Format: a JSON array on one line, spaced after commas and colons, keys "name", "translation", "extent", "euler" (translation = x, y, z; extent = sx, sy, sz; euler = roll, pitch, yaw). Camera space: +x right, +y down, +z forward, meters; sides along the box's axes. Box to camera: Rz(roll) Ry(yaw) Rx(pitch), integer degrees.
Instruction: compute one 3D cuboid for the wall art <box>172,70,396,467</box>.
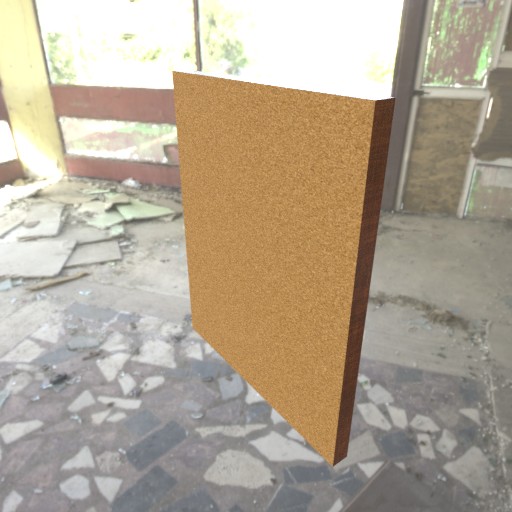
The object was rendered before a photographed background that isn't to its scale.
[{"name": "wall art", "translation": [0.000, 0.000, 0.768], "extent": [0.033, 0.567, 0.467], "euler": [-18, 32, -32]}]
